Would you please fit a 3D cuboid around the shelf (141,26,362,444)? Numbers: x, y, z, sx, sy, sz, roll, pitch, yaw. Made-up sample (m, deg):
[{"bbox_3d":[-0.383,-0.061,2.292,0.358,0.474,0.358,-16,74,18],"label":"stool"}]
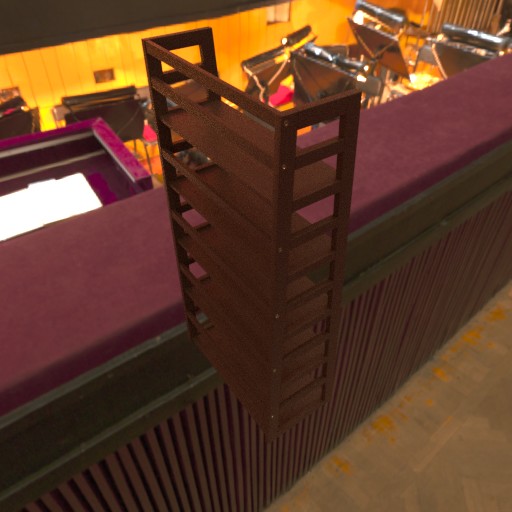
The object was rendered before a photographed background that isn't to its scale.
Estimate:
[{"bbox_3d":[0.000,0.000,1.867,0.403,1.600,0.763,-25,47,-26],"label":"shelf"}]
